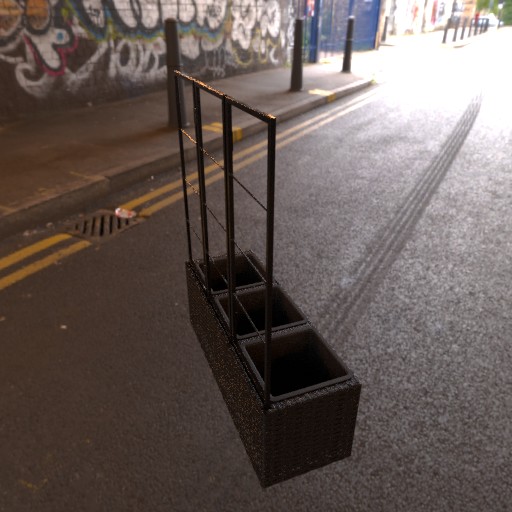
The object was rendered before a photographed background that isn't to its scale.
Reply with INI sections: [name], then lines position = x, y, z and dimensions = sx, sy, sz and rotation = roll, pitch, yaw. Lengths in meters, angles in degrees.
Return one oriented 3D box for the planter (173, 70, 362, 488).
[planter]
position = 0.000, 0.000, 1.156
dimensions = 0.244, 0.841, 0.698
rotation = -11, 30, -19
